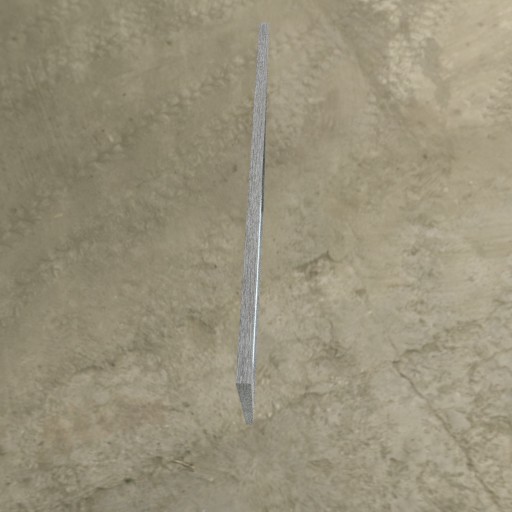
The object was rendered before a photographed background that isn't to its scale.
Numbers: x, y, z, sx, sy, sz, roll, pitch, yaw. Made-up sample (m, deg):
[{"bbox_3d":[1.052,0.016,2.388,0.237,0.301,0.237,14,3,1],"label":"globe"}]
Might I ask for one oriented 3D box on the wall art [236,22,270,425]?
[{"bbox_3d":[0.000,0.000,1.029,0.020,0.685,0.685,3,65,1],"label":"wall art"}]
